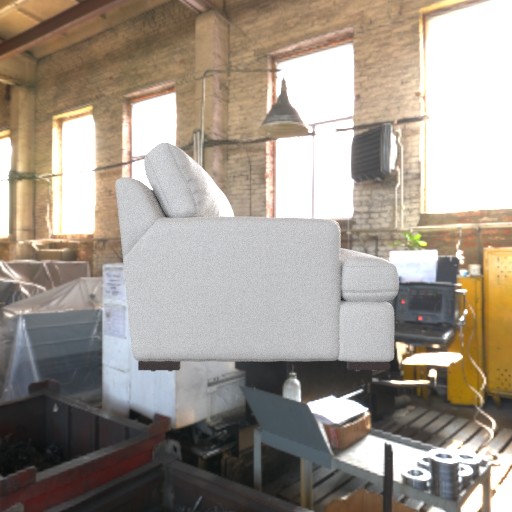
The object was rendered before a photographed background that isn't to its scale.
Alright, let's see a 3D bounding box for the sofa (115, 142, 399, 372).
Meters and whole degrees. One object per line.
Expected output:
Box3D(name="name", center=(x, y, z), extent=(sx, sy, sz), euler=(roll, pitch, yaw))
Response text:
Box3D(name="sofa", center=(0.000, 0.000, 2.831), extent=(1.143, 0.940, 2.261), euler=(0, -1, 0))
